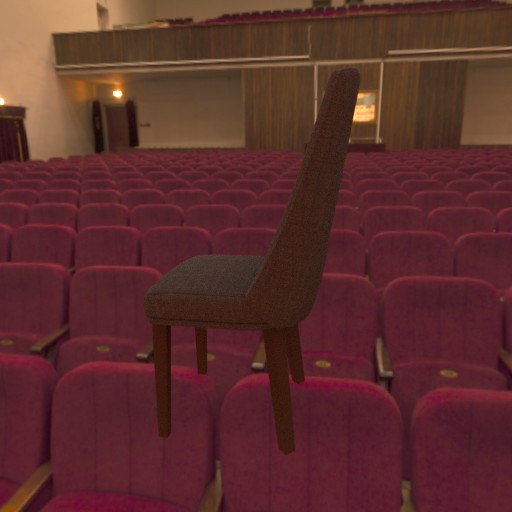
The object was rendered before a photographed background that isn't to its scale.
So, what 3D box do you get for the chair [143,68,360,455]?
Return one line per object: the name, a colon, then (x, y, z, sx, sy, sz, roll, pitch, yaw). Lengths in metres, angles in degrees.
chair: (0.000, 0.000, 1.377, 0.577, 1.050, 0.510, 2, 13, 10)
